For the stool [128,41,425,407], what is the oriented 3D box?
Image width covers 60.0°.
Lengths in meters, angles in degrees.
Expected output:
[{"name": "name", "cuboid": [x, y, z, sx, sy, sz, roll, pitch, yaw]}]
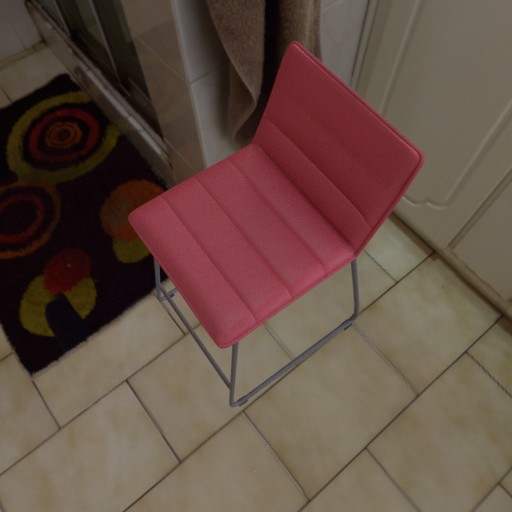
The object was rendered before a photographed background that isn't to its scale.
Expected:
[{"name": "stool", "cuboid": [0.000, 0.000, 1.176, 0.524, 0.866, 0.489, -34, 69, -15]}]
